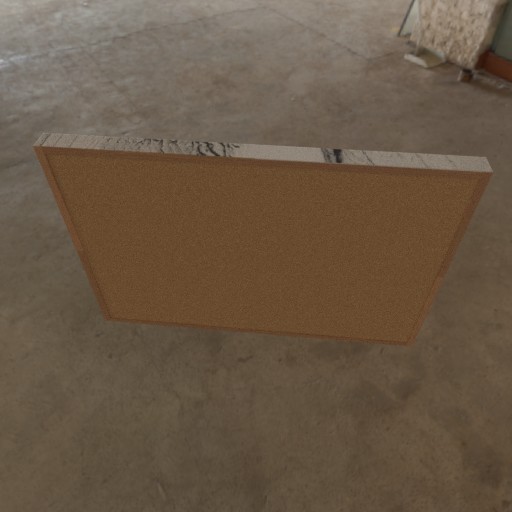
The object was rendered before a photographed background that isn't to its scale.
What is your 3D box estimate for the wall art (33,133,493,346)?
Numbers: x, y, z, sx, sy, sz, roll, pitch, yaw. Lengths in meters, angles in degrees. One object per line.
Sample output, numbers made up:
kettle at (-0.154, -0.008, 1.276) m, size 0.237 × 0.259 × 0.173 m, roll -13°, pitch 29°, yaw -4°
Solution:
wall art at (0.000, 0.000, 0.746) m, size 0.613 × 0.407 × 0.035 m, roll 4°, pitch 46°, yaw 4°
